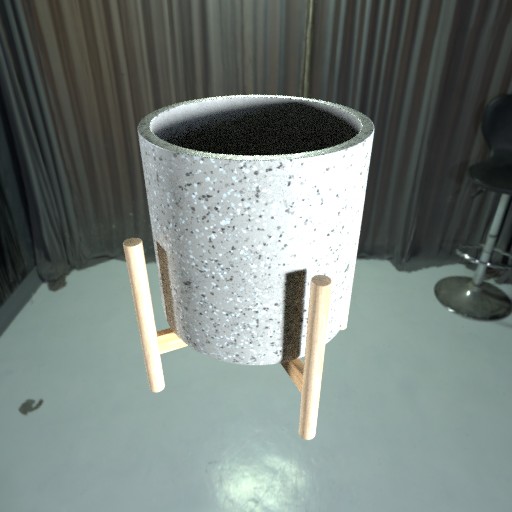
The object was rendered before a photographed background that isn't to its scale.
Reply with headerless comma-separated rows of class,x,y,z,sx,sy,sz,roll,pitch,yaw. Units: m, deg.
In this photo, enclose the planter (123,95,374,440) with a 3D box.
planter,0.000,0.000,0.692,0.360,0.419,0.360,-1,32,-2
